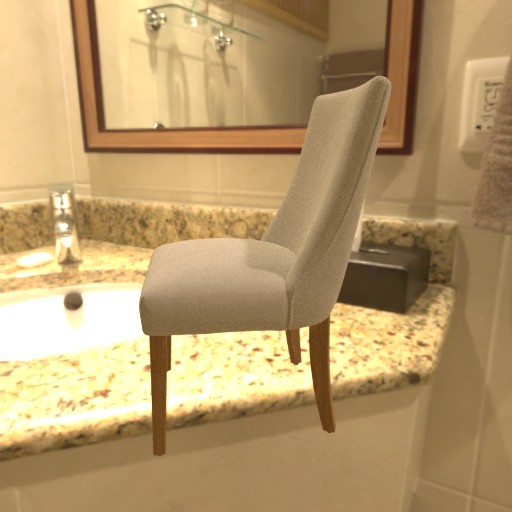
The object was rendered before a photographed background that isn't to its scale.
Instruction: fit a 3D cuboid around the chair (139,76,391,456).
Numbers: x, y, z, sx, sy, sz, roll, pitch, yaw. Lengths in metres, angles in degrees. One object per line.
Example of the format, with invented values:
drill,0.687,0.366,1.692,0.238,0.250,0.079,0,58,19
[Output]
chair,0.000,0.000,1.246,0.610,0.902,0.495,-2,15,-8
